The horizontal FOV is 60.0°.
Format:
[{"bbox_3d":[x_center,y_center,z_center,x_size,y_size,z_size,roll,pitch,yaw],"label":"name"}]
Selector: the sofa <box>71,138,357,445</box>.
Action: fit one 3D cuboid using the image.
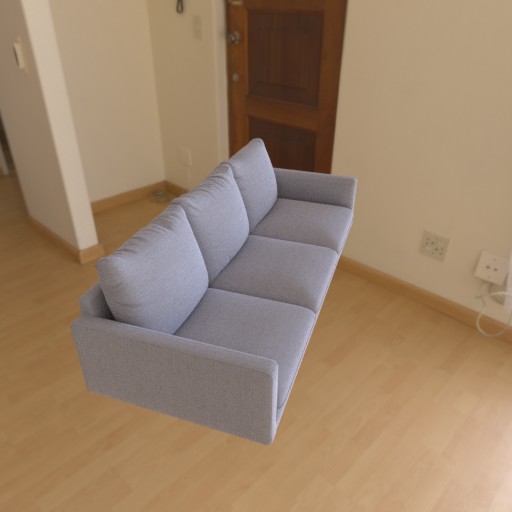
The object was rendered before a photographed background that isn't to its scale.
[{"bbox_3d":[0.000,0.000,2.487,0.850,0.830,2.000,10,32,16],"label":"sofa"}]
